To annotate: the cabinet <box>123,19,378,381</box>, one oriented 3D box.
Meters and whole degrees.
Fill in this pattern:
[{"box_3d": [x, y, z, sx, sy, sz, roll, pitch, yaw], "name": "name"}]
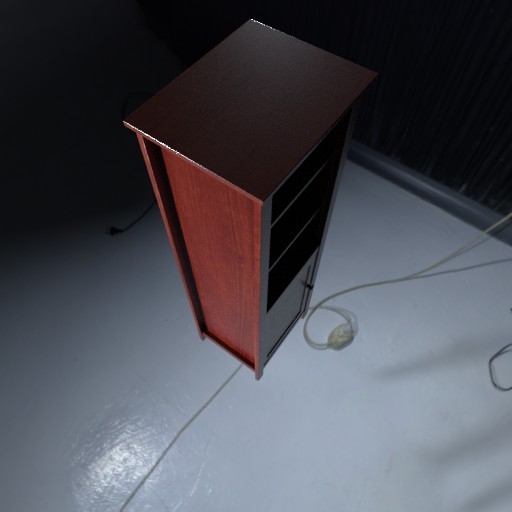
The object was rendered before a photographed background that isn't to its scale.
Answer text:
[{"box_3d": [0.000, 0.000, 1.726, 0.401, 1.518, 0.500, 32, 64, 17], "name": "cabinet"}]
